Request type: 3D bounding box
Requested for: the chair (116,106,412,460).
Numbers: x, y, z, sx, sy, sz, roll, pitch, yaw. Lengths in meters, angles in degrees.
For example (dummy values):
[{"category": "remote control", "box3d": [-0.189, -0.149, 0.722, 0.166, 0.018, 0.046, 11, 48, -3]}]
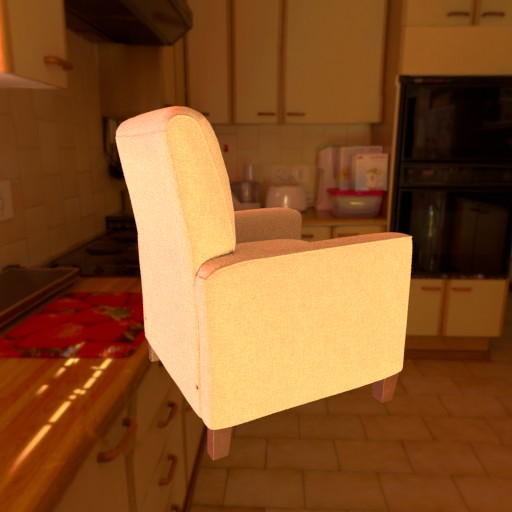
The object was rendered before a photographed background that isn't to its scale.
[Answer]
[{"category": "chair", "box3d": [0.000, 0.000, 1.678, 0.859, 1.023, 0.845, -7, 15, -27]}]
